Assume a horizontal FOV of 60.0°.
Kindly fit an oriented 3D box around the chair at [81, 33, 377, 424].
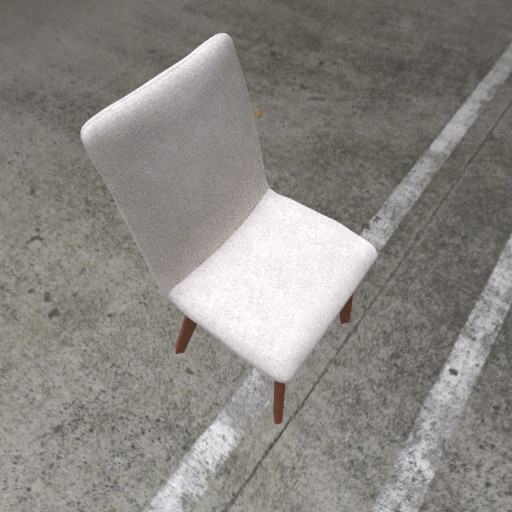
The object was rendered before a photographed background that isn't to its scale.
[{"bbox_3d":[0.000,0.000,1.274,0.563,0.974,0.522,31,62,19],"label":"chair"}]
